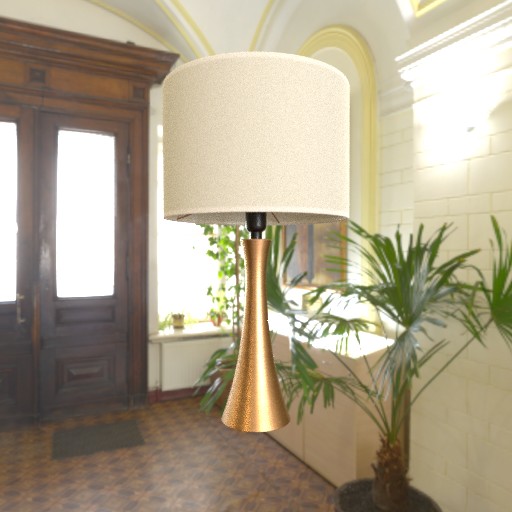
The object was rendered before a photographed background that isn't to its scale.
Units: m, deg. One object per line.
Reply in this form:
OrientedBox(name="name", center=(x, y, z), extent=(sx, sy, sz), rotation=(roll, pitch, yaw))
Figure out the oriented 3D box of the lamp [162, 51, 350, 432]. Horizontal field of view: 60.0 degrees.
OrientedBox(name="lamp", center=(0.000, 0.000, 0.651), extent=(0.268, 0.479, 0.268), rotation=(0, 1, 18))
